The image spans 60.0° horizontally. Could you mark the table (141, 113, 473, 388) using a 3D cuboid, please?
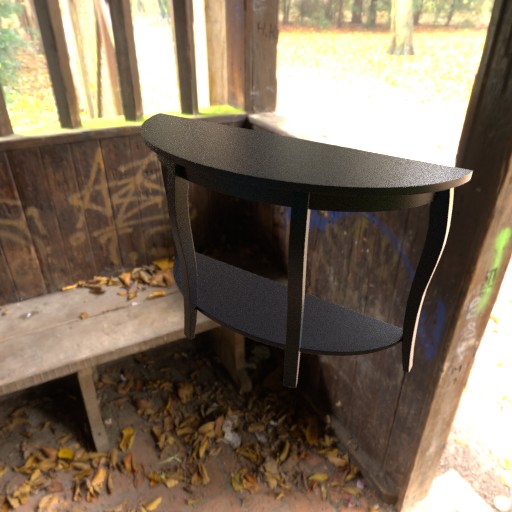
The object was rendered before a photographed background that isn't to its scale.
[{"bbox_3d":[0.000,0.000,1.611,1.219,0.780,0.394,19,36,28],"label":"table"}]
